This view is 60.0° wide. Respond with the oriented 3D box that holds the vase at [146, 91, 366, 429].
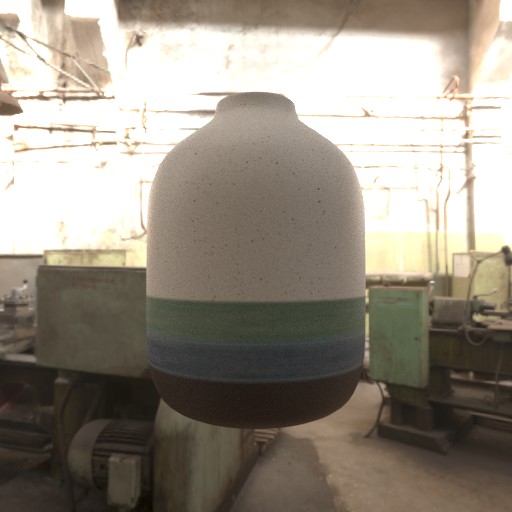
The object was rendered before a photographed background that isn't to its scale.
[{"bbox_3d":[0.000,0.000,0.353,0.169,0.240,0.169,0,-1,0],"label":"vase"}]
